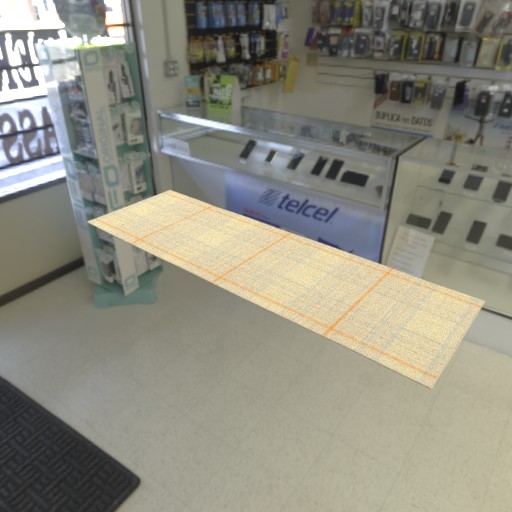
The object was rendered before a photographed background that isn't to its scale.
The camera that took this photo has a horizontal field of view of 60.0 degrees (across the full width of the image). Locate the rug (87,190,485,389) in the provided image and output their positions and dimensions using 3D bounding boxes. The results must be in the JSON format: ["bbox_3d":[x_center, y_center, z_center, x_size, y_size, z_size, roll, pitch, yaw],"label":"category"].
[{"bbox_3d":[0.000,0.000,2.707,2.442,0.016,0.770,22,37,33],"label":"rug"}]
